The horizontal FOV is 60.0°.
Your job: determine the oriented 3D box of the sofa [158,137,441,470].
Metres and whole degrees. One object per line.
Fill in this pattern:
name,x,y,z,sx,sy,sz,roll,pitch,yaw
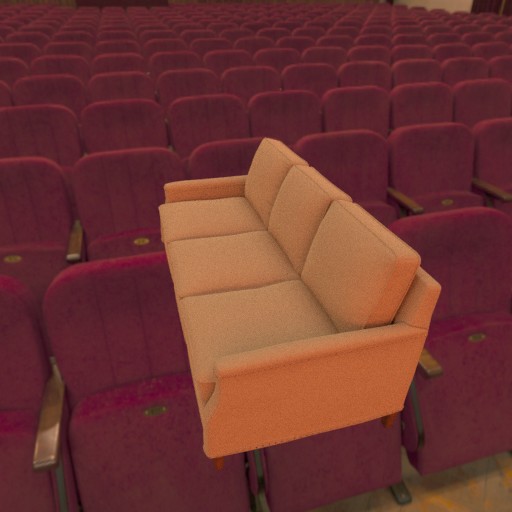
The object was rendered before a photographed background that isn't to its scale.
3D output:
sofa,0.000,0.000,2.849,1.084,1.003,2.246,-8,30,-13
